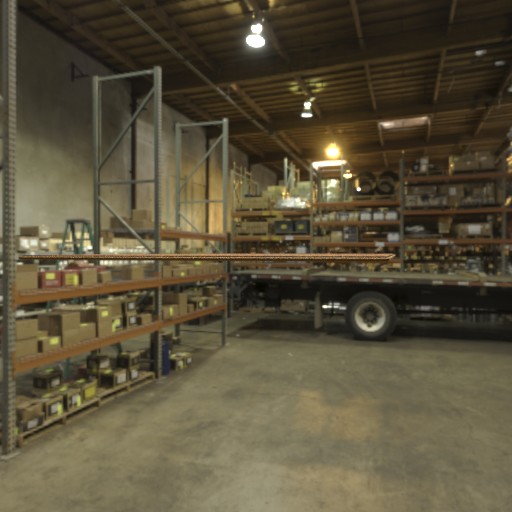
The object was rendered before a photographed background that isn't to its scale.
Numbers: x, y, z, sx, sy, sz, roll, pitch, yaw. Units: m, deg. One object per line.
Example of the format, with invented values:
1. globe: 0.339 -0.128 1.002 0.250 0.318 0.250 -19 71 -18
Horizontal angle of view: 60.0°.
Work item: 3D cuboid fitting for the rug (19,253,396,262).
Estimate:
1. rug: 0.000 0.000 4.098 2.435 0.031 3.040 0 1 18
